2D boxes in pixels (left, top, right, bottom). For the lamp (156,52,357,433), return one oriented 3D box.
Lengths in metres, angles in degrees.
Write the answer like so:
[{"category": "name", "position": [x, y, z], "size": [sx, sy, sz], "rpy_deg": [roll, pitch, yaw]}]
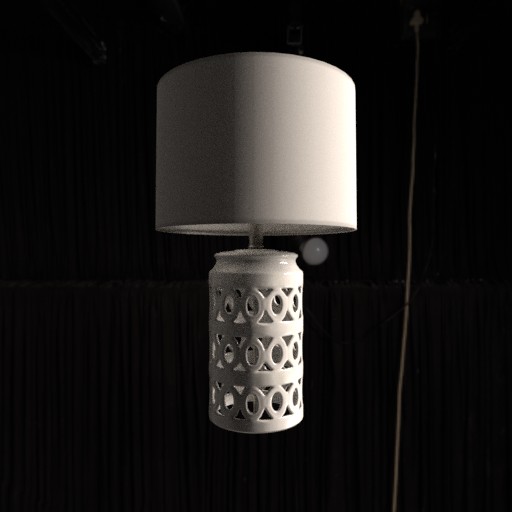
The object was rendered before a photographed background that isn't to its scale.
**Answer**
[{"category": "lamp", "position": [0.000, 0.000, 0.699], "size": [0.310, 0.502, 0.310], "rpy_deg": [0, 0, 0]}]
